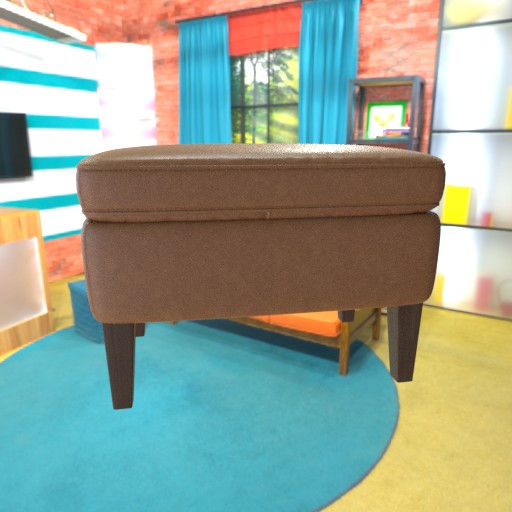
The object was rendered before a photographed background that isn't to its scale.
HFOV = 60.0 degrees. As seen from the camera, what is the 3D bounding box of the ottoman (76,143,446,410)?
[{"bbox_3d":[0.000,0.000,0.976,0.670,0.480,0.420,-2,15,-9],"label":"ottoman"}]
